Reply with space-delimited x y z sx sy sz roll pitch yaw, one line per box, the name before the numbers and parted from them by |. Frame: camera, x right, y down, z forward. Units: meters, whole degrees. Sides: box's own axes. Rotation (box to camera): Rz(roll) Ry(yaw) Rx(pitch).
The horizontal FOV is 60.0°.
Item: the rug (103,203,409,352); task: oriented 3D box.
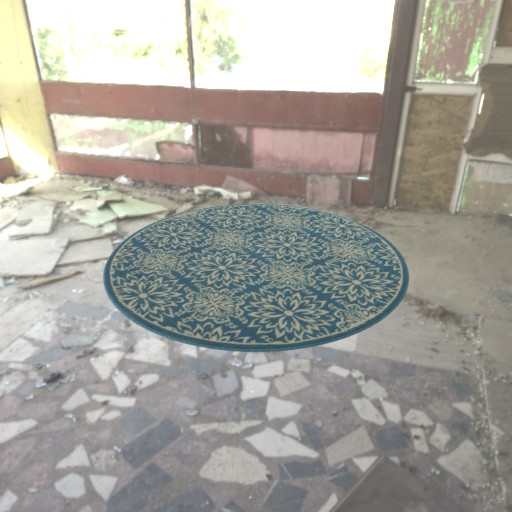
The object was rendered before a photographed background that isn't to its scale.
rug | 0.000 0.000 2.411 1.593 0.012 1.593 0 27 0
